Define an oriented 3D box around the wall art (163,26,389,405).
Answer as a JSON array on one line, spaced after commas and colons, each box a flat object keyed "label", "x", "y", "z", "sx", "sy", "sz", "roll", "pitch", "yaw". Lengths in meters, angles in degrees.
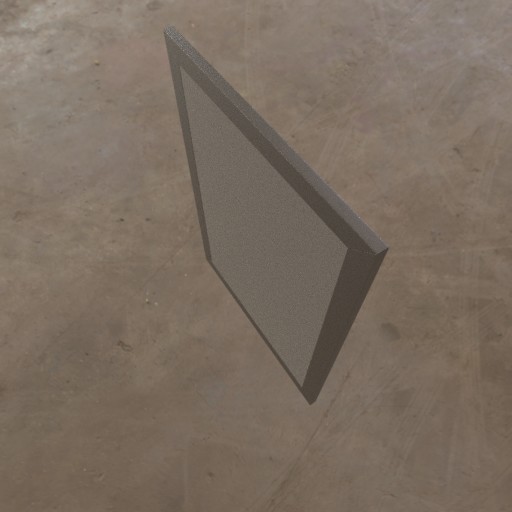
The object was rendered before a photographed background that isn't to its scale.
[{"label": "wall art", "x": 0.000, "y": 0.000, "z": 0.670, "sx": 0.013, "sy": 0.529, "sz": 0.376, "roll": -30, "pitch": 63, "yaw": -17}]
